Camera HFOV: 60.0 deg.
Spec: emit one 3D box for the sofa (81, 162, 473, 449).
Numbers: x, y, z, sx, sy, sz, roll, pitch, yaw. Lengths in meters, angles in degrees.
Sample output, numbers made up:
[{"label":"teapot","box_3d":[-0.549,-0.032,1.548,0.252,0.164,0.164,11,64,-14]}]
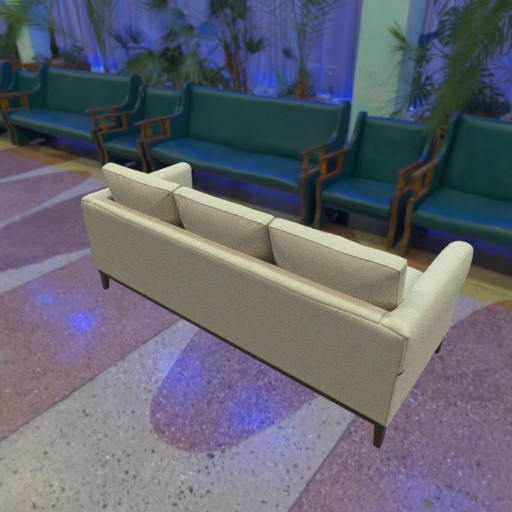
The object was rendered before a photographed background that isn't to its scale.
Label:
[{"label":"sofa","box_3d":[0.000,0.000,2.673,2.198,0.911,0.902,22,37,32]}]
